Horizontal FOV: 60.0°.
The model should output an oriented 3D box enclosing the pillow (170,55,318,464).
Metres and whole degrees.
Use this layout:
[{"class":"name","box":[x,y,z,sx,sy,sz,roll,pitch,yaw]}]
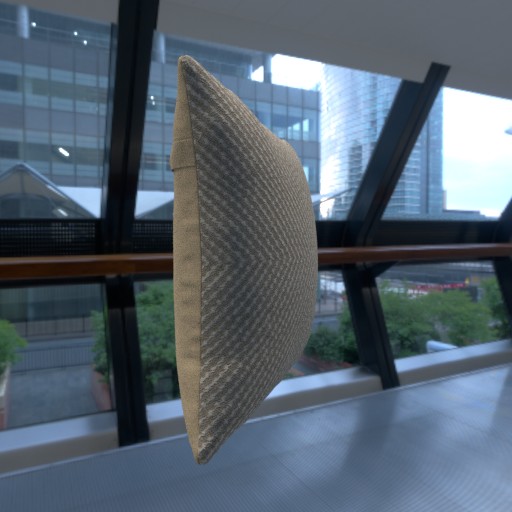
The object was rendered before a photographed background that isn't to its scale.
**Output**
[{"class":"pillow","box":[0.000,0.000,0.702,0.181,0.458,0.459,1,2,18]}]
